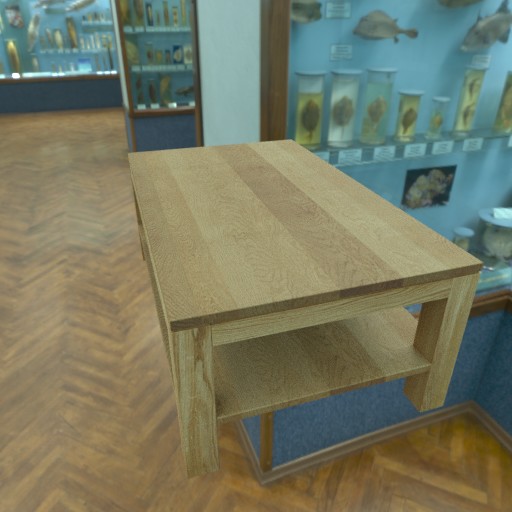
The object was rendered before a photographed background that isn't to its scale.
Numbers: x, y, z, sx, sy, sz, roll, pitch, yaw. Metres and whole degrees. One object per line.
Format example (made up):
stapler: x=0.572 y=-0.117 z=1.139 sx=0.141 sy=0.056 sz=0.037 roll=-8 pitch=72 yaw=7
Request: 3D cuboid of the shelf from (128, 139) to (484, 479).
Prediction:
shelf: x=0.000 y=0.000 z=1.484 sx=0.700 sy=0.450 sz=1.150 roll=-9 pitch=30 yaw=-16
